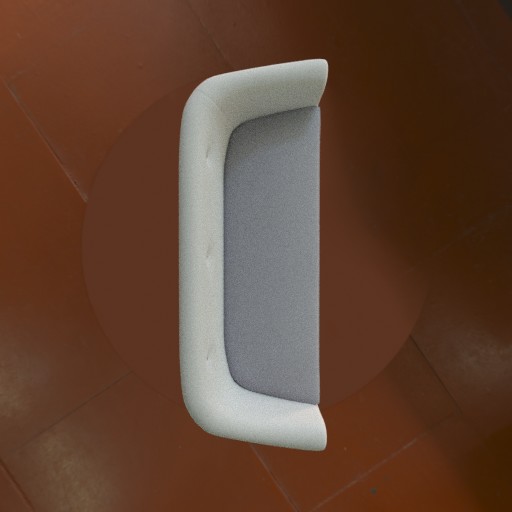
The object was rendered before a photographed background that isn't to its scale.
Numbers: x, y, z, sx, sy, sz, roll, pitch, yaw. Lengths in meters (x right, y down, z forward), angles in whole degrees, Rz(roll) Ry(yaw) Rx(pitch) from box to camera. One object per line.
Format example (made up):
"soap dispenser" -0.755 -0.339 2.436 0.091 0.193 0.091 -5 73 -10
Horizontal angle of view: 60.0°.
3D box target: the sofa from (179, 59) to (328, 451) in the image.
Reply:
"sofa" 0.000 0.000 2.642 0.827 0.795 2.160 0 91 0
